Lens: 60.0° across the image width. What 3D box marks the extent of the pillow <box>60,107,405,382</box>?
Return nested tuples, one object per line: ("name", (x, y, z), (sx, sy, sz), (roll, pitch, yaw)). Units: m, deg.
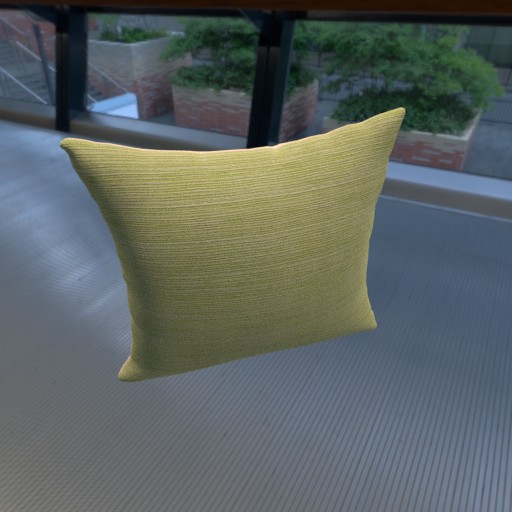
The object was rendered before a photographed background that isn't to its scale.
("pillow", (0.000, 0.000, 0.799), (0.560, 0.487, 0.229), (-9, 34, -14))
